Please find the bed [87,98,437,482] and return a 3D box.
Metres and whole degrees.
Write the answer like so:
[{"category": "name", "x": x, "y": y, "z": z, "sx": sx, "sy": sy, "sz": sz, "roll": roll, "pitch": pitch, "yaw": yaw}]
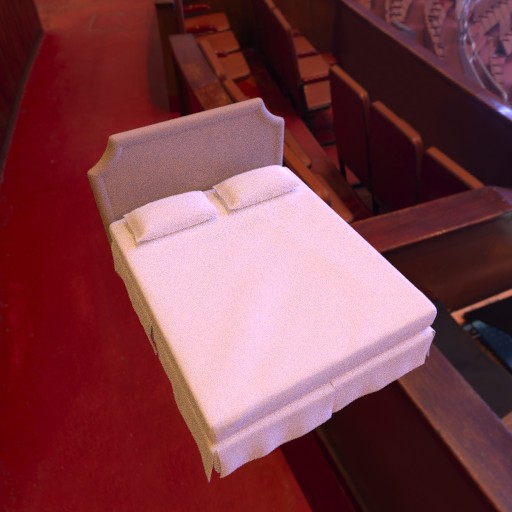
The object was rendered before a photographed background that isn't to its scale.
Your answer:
[{"category": "bed", "x": 0.000, "y": 0.000, "z": 4.150, "sx": 2.350, "sy": 1.590, "sz": 2.773, "roll": -22, "pitch": 49, "yaw": -20}]
